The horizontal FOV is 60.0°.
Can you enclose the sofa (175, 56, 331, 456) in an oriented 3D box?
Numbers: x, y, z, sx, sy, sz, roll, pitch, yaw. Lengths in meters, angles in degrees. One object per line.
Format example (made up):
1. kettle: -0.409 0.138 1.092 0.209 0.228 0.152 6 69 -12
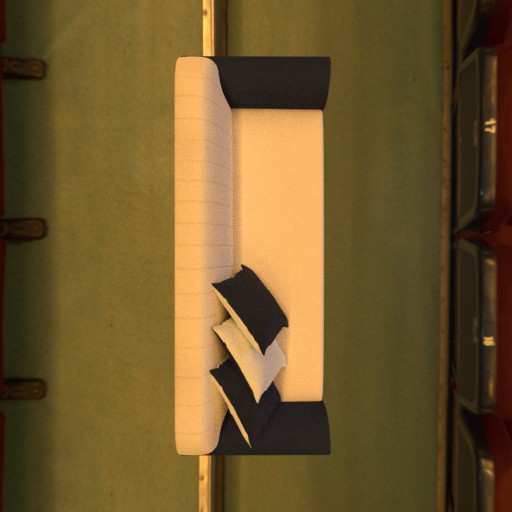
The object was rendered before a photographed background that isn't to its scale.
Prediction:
1. sofa: 0.000 0.000 2.385 0.749 0.789 2.006 0 90 -1
